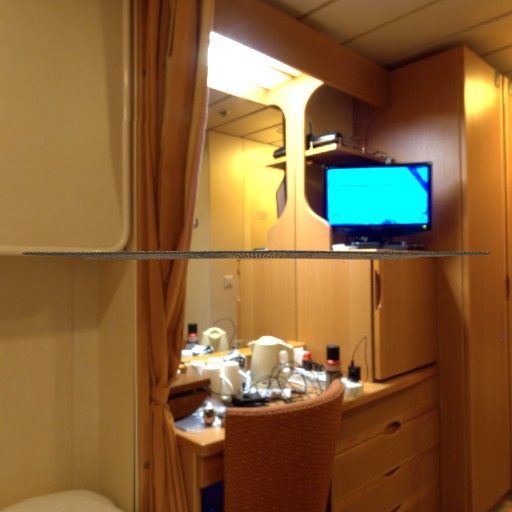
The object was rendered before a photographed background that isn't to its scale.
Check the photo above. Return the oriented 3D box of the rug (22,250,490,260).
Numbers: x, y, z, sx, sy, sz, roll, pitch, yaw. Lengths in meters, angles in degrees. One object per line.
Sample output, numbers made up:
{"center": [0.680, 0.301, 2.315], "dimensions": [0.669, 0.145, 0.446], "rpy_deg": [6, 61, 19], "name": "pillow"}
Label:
{"center": [0.000, 0.000, 3.022], "dimensions": [2.349, 0.030, 1.624], "rpy_deg": [0, -1, 0], "name": "rug"}
